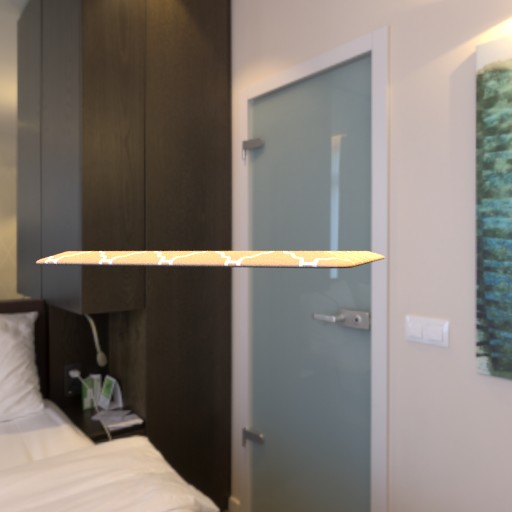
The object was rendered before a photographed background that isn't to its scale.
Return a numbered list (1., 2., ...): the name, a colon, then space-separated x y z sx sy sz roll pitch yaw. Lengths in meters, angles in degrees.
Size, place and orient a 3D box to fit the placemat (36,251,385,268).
1. placemat: 0.000 0.000 0.977 0.508 0.021 0.762 0 1 19
